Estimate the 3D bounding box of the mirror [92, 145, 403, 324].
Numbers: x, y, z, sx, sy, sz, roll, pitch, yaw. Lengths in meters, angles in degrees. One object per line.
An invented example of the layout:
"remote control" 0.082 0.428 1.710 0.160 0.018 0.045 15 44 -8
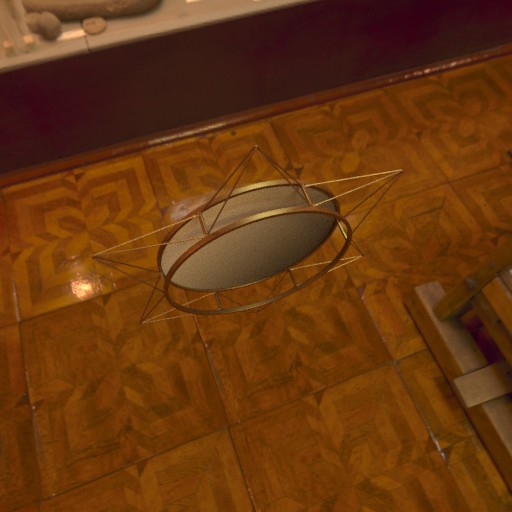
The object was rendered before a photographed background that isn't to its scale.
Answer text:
"mirror" 0.000 0.000 0.802 0.498 0.581 0.062 -16 63 -8
